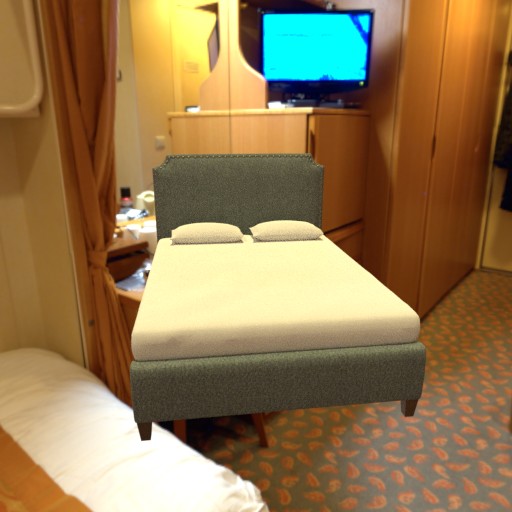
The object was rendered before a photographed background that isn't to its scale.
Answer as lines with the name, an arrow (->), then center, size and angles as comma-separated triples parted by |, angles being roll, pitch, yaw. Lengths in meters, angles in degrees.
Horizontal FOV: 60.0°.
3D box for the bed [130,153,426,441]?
bed -> 0.000, 0.000, 3.494 | 1.712, 1.443, 2.372 | -2, 17, -8
